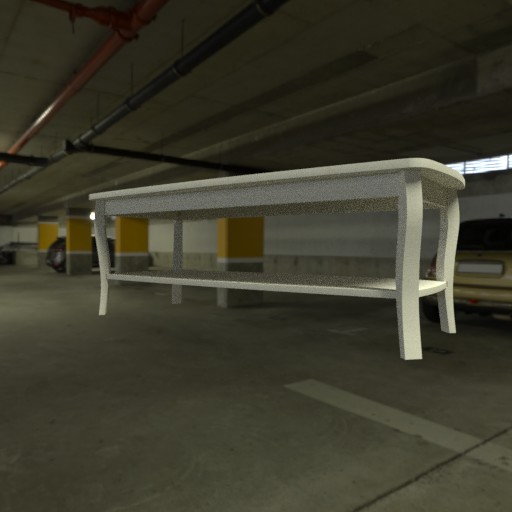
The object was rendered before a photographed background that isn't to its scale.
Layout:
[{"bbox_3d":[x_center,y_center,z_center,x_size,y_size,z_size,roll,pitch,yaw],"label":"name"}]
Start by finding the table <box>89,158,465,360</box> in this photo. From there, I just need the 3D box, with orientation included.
[{"bbox_3d":[0.000,0.000,1.585,1.334,0.474,0.561,1,2,35],"label":"table"}]
